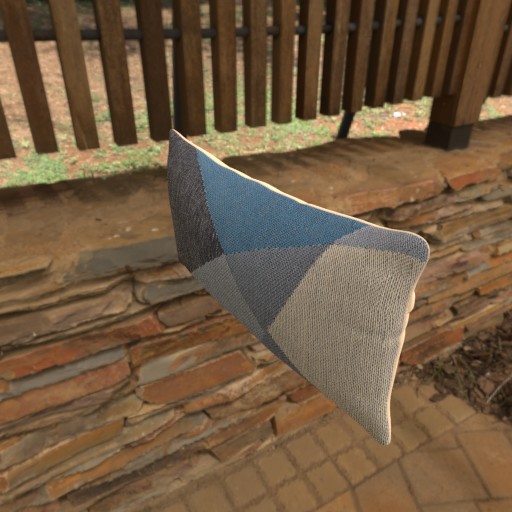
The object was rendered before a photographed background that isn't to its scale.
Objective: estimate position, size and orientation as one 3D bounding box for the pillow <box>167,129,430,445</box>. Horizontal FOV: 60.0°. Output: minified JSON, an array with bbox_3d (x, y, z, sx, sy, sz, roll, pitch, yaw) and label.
[{"bbox_3d":[0.000,0.000,0.726,0.148,0.307,0.604,-19,34,-30],"label":"pillow"}]
